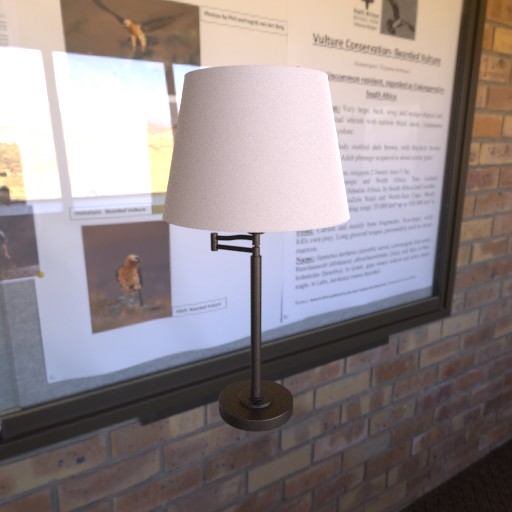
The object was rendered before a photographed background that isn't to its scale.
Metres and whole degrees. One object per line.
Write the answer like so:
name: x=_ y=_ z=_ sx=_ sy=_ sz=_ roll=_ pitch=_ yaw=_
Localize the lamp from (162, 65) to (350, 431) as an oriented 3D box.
lamp: x=0.000 y=0.000 z=0.895 sx=0.363 sy=0.696 sz=0.363 roll=0 pitch=14 yaw=0
